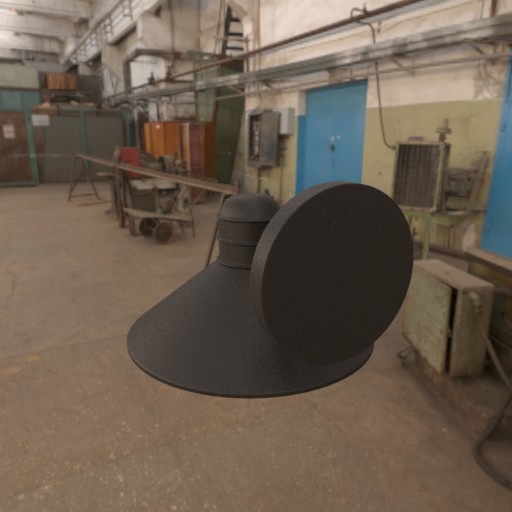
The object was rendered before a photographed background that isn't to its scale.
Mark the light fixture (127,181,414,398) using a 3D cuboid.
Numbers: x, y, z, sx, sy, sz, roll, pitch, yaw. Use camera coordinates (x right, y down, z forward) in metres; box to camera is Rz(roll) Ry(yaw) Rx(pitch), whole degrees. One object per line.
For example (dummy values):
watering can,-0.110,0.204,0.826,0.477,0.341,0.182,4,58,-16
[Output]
light fixture,0.000,0.000,0.685,0.396,0.265,0.434,-8,17,-26
